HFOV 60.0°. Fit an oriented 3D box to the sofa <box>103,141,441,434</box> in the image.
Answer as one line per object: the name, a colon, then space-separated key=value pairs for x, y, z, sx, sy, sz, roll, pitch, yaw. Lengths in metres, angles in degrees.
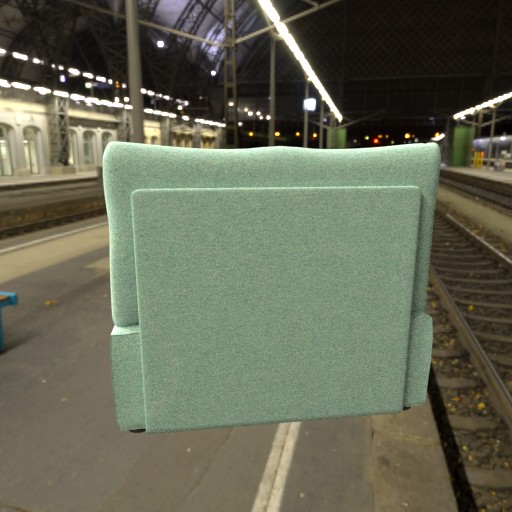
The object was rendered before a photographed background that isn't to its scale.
sofa: x=0.000 y=0.000 z=1.685 sx=0.930 sy=0.820 sz=1.000 roll=-2 pitch=13 yaw=-8
